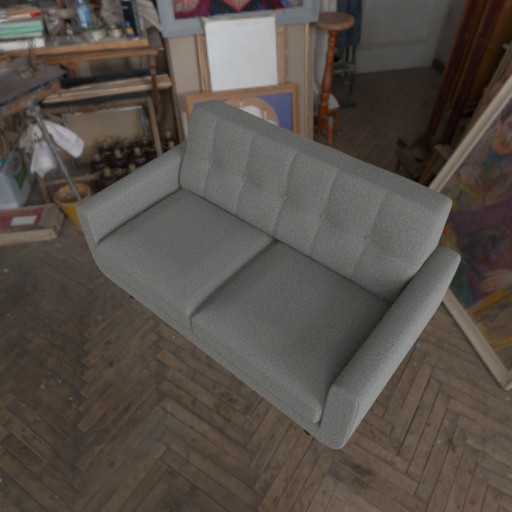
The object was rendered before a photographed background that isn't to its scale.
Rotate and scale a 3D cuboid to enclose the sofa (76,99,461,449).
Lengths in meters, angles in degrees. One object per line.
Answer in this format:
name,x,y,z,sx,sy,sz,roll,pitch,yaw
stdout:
sofa,0.000,0.000,2.227,1.651,0.925,0.952,31,54,26
